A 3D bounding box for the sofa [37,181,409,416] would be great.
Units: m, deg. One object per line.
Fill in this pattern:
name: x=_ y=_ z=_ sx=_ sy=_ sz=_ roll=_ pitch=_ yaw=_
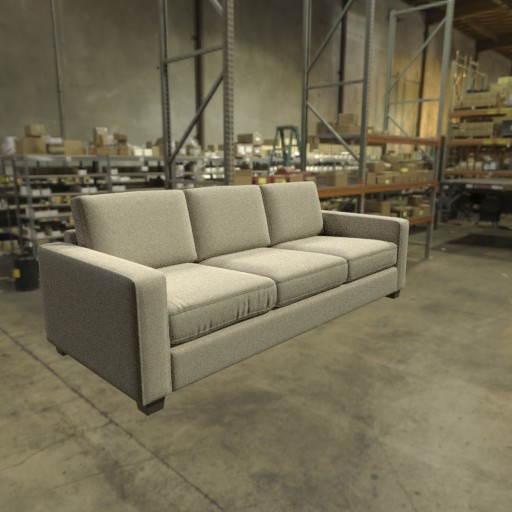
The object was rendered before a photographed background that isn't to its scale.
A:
sofa: x=0.000 y=0.000 z=2.626 sx=0.900 sy=0.800 sz=2.160 roll=12 pitch=17 yaw=42
